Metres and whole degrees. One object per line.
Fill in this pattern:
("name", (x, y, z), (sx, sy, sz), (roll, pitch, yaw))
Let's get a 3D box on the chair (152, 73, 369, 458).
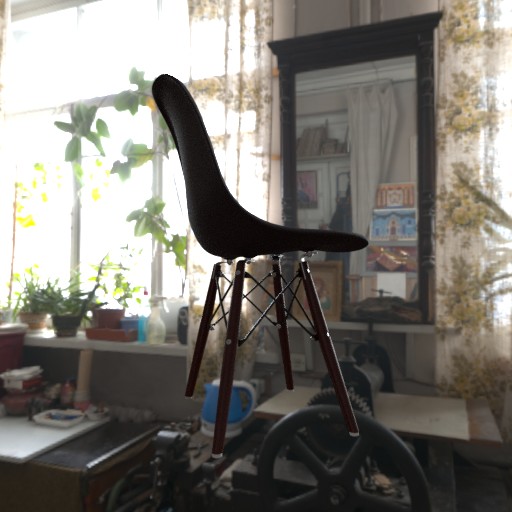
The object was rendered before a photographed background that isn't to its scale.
("chair", (0.000, 0.000, 1.151), (0.533, 0.826, 0.470), (1, -2, -18))
